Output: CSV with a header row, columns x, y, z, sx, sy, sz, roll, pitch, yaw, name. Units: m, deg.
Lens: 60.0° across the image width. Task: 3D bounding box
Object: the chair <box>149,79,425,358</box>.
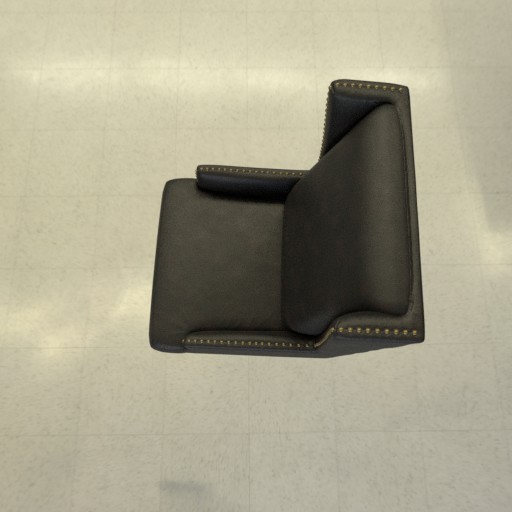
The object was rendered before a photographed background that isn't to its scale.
x,y,z,sx,sy,sz,roll,pitch,yaw,name
0.000,0.000,1.623,0.799,1.142,0.703,2,75,1,chair
